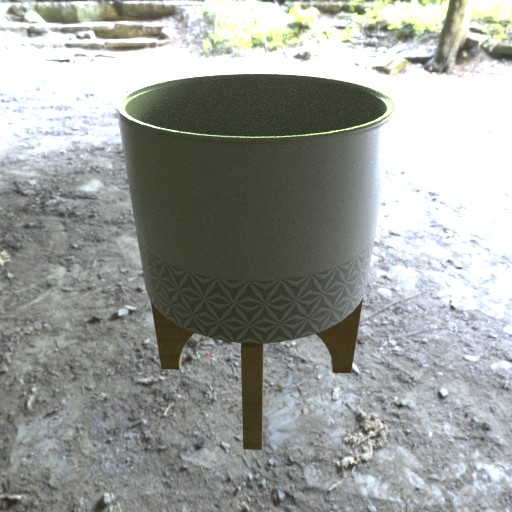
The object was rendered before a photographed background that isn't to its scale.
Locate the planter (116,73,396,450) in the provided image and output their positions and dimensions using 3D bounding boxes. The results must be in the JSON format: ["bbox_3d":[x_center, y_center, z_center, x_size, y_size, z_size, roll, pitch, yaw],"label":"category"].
[{"bbox_3d":[0.000,0.000,0.377,0.188,0.260,0.188,0,32,0],"label":"planter"}]
